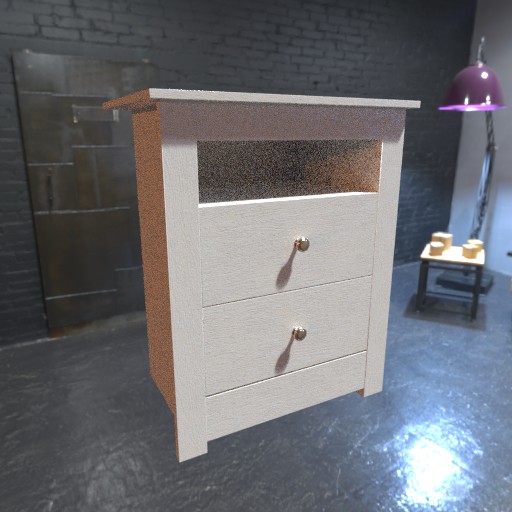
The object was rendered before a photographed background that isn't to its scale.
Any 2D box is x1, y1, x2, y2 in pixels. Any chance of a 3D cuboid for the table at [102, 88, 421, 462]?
[{"bbox_3d":[0.000,0.000,1.083,0.589,0.711,0.406,-8,17,-27],"label":"table"}]
